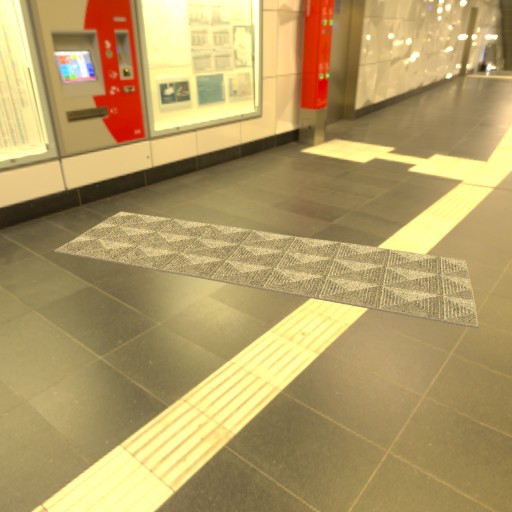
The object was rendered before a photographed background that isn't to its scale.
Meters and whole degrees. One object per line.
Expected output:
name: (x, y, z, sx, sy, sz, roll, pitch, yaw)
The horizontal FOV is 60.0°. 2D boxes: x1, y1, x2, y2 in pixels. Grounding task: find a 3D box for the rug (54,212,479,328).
rug: (0.000, 0.000, 2.424, 2.182, 0.015, 0.645, 9, 28, 17)
